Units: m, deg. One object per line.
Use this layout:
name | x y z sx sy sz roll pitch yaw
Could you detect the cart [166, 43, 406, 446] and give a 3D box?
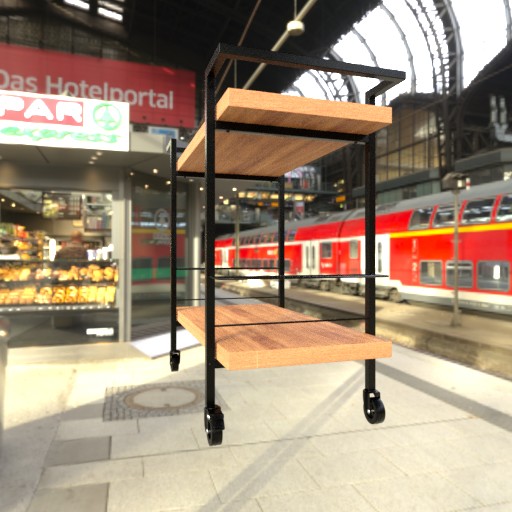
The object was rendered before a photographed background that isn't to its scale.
cart | 0.000 0.000 1.236 0.406 0.762 0.806 0 0 -18
